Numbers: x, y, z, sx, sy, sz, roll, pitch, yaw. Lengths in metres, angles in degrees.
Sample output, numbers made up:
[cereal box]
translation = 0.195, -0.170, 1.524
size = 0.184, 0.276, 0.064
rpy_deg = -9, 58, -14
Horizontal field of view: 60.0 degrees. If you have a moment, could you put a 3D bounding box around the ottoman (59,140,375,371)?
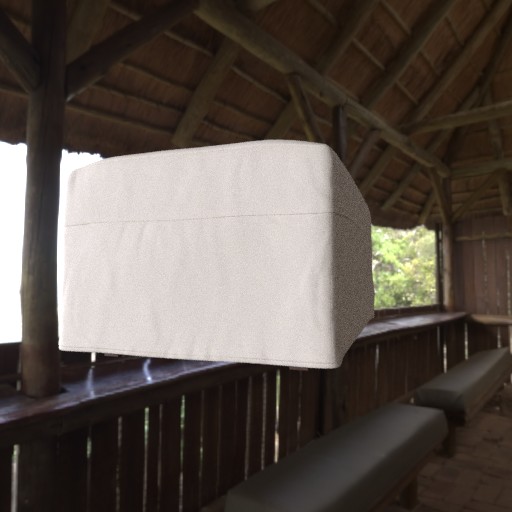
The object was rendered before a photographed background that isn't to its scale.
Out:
[ottoman]
translation = 0.000, 0.000, 1.210
size = 0.590, 0.444, 0.872
rpy_deg = -1, -2, 19
